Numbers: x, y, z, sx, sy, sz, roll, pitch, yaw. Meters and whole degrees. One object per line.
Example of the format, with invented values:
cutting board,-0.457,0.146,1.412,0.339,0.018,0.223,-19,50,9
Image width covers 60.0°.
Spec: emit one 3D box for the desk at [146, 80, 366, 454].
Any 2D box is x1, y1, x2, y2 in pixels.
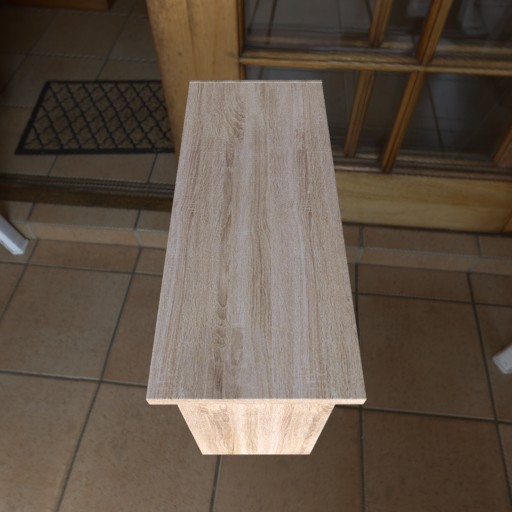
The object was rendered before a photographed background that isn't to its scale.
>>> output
desk,0.000,0.000,1.678,0.500,0.750,1.300,0,56,0
